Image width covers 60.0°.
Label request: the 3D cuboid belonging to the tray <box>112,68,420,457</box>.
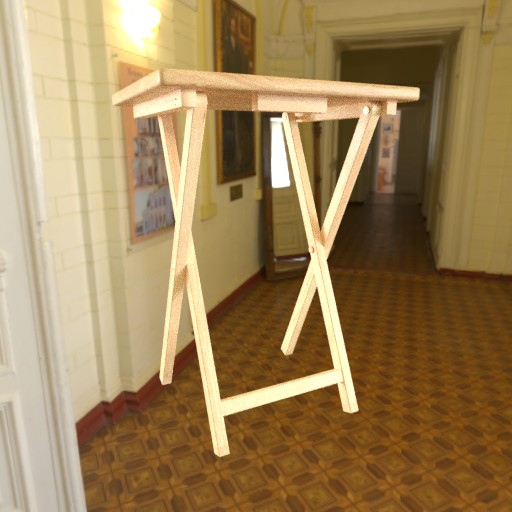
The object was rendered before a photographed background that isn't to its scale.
[{"bbox_3d":[0.000,0.000,0.943,0.483,0.660,0.381,-7,16,-26],"label":"tray"}]
